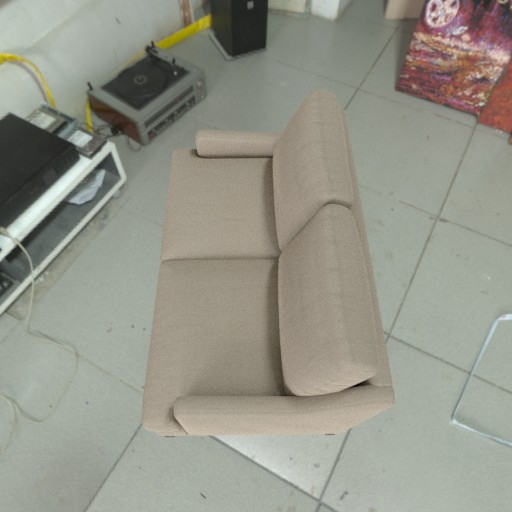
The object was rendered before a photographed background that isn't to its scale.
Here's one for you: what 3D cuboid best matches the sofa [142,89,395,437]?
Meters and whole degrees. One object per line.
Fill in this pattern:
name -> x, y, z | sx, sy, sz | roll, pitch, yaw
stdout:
sofa -> 0.000, 0.000, 2.232 | 1.004, 0.910, 1.619 | -1, 59, 0
